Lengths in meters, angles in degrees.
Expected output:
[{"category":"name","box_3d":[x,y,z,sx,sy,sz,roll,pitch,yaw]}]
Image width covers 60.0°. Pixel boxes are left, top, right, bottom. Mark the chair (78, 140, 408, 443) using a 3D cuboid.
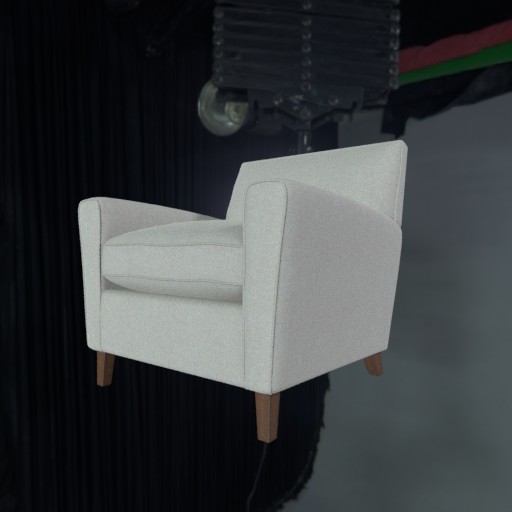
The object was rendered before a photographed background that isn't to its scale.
[{"category":"chair","box_3d":[0.000,0.000,1.558,0.840,0.846,0.871,1,2,38]}]
